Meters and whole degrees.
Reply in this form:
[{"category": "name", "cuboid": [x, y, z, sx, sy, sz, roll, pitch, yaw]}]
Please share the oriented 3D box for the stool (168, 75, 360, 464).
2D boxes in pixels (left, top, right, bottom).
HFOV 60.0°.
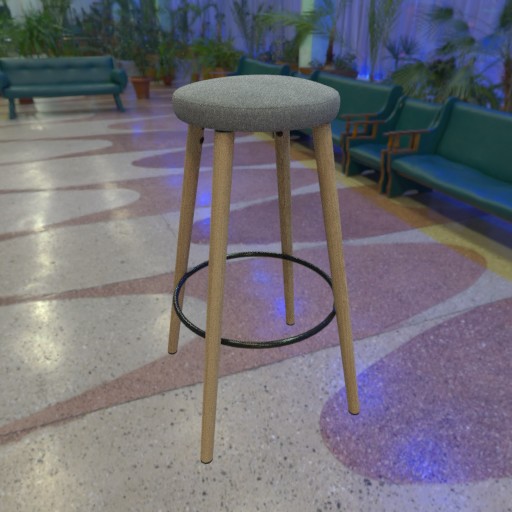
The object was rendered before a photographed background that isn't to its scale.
[{"category": "stool", "cuboid": [0.000, 0.000, 1.025, 0.410, 0.770, 0.410, -10, 31, -18]}]
